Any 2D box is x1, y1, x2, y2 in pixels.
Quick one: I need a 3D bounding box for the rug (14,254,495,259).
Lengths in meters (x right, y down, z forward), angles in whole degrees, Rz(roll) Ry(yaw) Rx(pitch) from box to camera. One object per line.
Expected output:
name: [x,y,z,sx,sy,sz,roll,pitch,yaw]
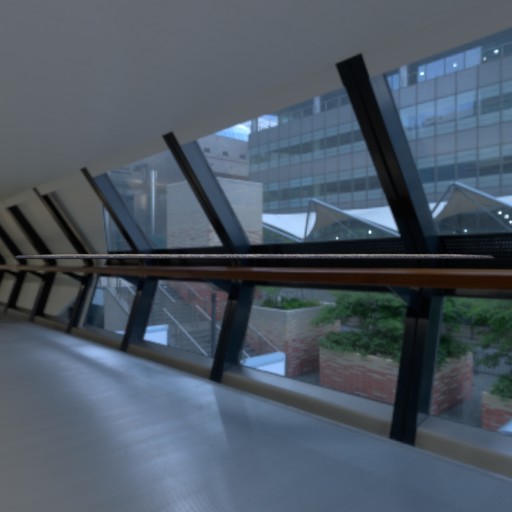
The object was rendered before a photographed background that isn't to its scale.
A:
rug: [0.000,0.000,4.674,3.612,0.035,2.716,0,0,2]
